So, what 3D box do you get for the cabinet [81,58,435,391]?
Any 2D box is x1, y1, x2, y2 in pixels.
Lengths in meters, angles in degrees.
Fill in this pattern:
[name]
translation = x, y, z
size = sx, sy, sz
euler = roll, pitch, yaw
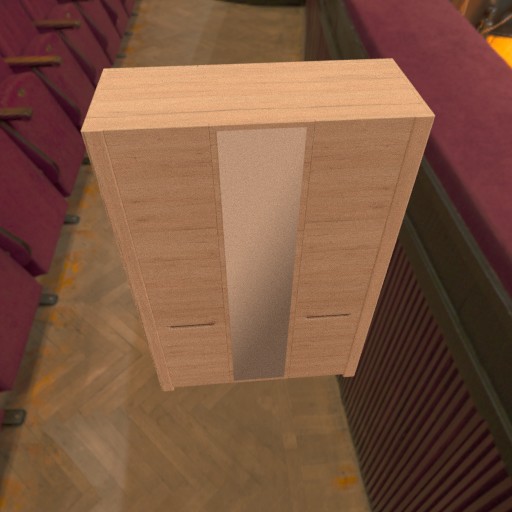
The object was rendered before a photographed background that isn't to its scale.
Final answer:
[cabinet]
translation = 0.000, 0.000, 2.679
size = 1.400, 2.070, 0.580
euler = -4, 46, -3
